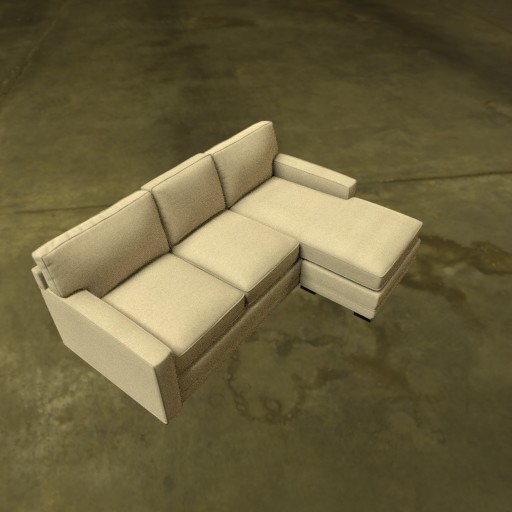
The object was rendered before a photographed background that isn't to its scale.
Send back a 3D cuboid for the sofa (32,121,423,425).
[{"bbox_3d":[0.000,0.000,2.842,1.496,0.861,2.087,26,47,27],"label":"sofa"}]
